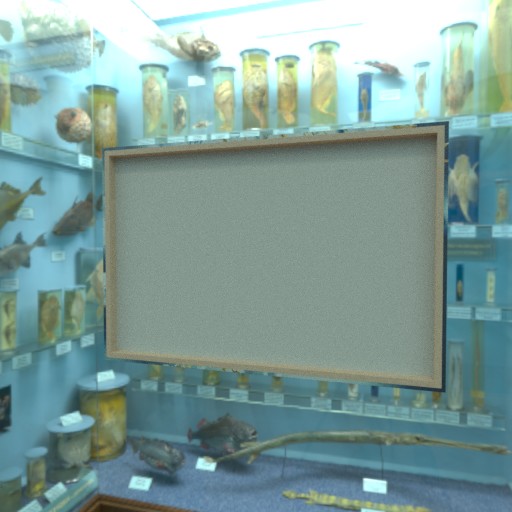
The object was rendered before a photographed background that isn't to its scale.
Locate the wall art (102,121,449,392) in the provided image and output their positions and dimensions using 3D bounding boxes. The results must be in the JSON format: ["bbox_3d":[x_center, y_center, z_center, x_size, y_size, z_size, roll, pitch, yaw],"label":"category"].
[{"bbox_3d":[0.000,0.000,1.150,0.912,0.608,0.038,1,2,18],"label":"wall art"}]
